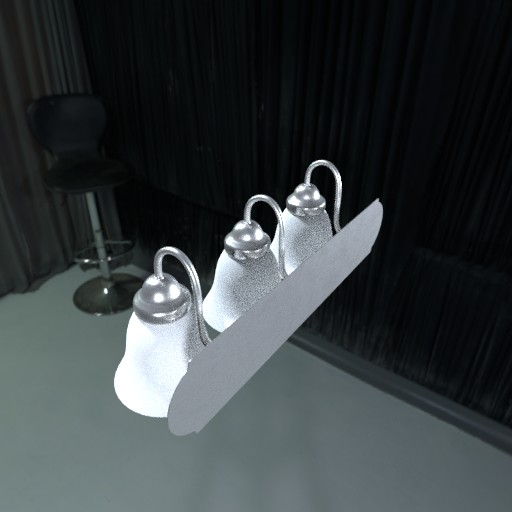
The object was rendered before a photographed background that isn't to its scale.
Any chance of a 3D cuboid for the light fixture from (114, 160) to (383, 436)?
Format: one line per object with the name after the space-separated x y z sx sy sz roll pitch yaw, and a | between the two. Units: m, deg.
0.000 0.000 0.726 0.199 0.222 0.610 20 36 30 | light fixture
